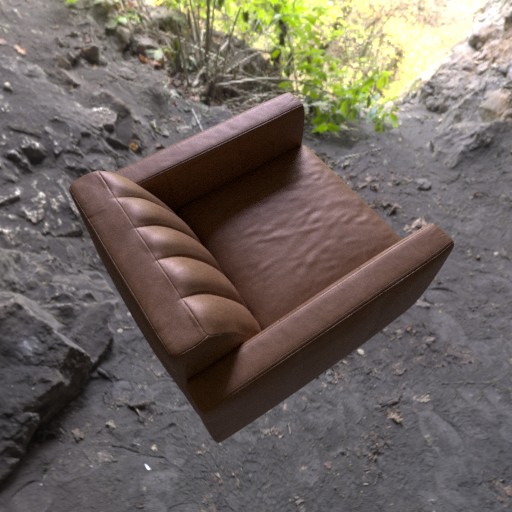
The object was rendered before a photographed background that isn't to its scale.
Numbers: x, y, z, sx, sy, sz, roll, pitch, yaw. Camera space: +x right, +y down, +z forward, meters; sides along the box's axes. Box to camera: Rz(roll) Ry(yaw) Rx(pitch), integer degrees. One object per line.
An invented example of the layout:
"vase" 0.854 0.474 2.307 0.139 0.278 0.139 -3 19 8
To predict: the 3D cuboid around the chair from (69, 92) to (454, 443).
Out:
"chair" 0.000 0.000 1.686 0.998 0.819 0.953 -30 63 -17
